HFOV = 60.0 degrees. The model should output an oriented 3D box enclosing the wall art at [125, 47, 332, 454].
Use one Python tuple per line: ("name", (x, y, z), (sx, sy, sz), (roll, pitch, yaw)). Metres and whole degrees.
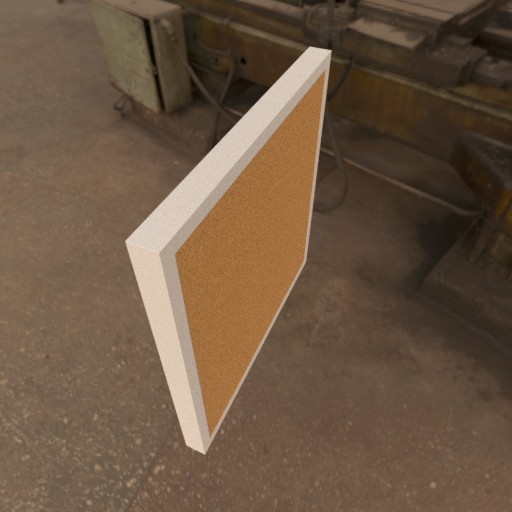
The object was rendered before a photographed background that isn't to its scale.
("wall art", (0.000, 0.000, 0.756), (0.038, 0.508, 0.507), (19, 49, 17))
